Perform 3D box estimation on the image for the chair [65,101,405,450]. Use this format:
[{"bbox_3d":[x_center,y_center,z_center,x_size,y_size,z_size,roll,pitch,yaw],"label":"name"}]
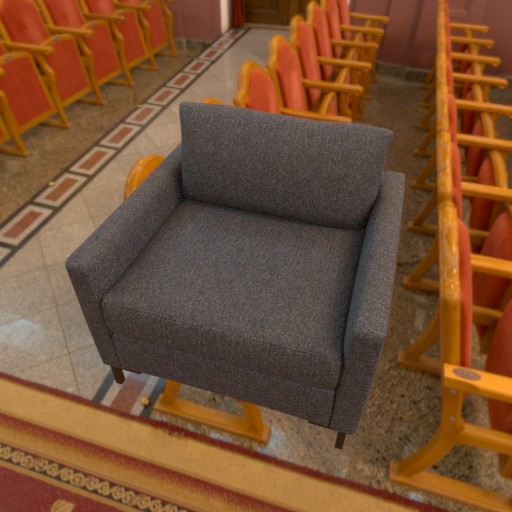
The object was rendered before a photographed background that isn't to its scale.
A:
[{"bbox_3d":[0.000,0.000,1.617,0.963,0.861,0.866,12,42,13],"label":"chair"}]
